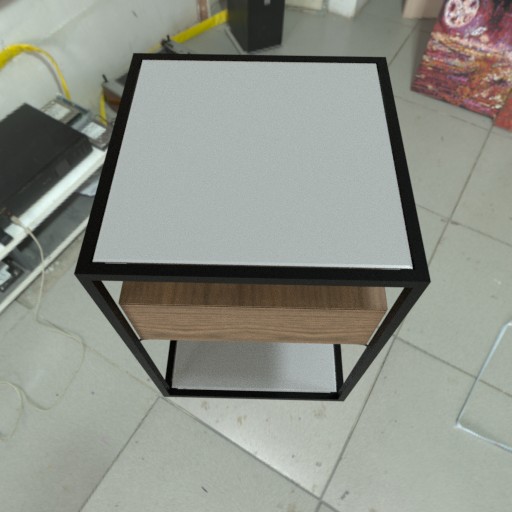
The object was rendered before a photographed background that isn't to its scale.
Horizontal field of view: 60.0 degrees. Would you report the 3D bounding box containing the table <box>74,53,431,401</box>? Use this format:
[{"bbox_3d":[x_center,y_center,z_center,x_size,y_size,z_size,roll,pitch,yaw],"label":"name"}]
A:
[{"bbox_3d":[0.000,0.000,0.797,0.378,0.540,0.378,1,59,1],"label":"table"}]
